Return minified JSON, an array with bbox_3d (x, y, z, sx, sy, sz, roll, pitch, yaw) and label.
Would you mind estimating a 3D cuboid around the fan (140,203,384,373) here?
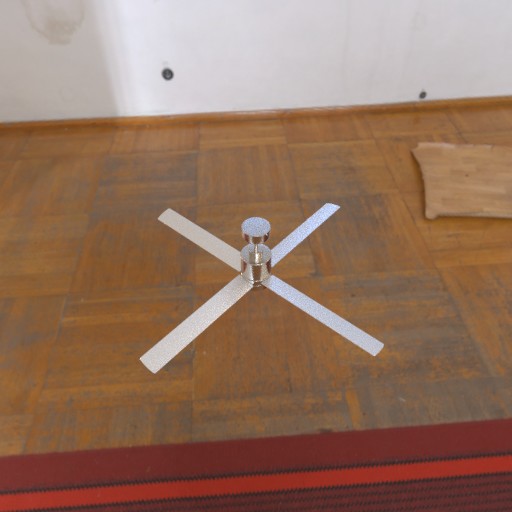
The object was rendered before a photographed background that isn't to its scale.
[{"bbox_3d":[0.000,0.000,2.011,1.322,0.355,1.322,31,53,27],"label":"fan"}]
